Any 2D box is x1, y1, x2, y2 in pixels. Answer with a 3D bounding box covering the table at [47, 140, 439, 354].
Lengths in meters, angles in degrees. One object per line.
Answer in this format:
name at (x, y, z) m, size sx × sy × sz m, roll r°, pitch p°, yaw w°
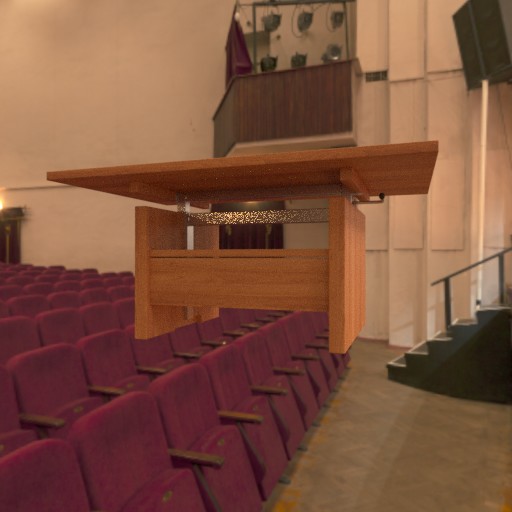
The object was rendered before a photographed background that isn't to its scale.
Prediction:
table at (0.000, 0.000, 1.489) m, size 1.100 × 0.510 × 0.700 m, roll 0°, pitch 0°, yaw 19°
